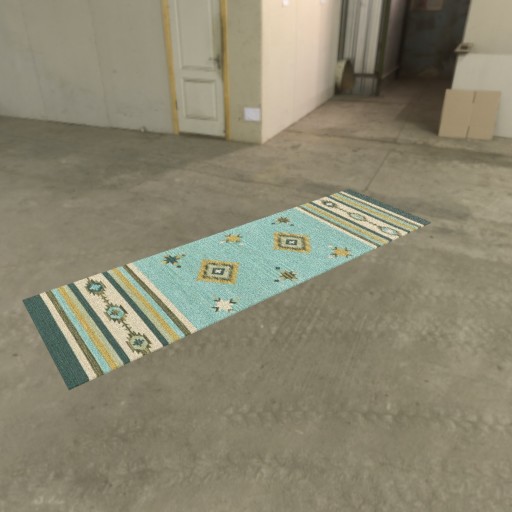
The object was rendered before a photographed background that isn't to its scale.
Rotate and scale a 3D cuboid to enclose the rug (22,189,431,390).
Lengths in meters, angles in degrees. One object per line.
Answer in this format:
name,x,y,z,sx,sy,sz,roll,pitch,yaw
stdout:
rug,0.000,0.000,2.651,2.441,0.010,0.744,-21,37,-31
